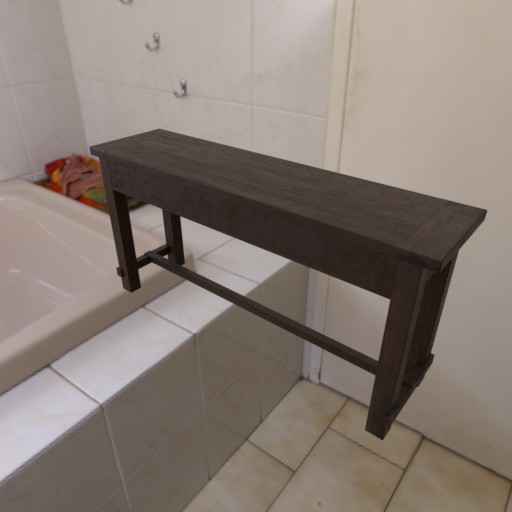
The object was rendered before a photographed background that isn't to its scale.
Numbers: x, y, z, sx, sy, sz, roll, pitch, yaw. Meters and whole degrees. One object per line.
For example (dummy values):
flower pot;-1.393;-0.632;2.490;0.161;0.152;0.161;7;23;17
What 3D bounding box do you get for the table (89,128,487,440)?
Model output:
table;0.000;0.000;1.915;1.599;0.762;0.442;22;37;33
